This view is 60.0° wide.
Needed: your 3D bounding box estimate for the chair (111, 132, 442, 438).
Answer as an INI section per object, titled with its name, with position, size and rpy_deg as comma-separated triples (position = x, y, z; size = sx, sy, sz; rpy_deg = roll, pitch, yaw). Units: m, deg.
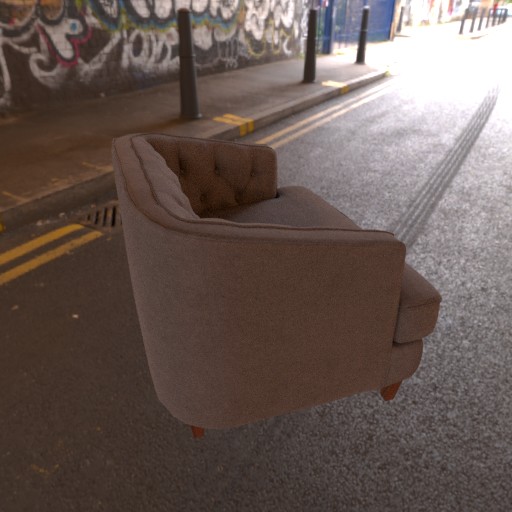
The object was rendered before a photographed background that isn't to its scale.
[chair]
position = 0.000, 0.000, 1.727
size = 0.941, 0.852, 1.104
rpy_deg = -10, 31, -17
